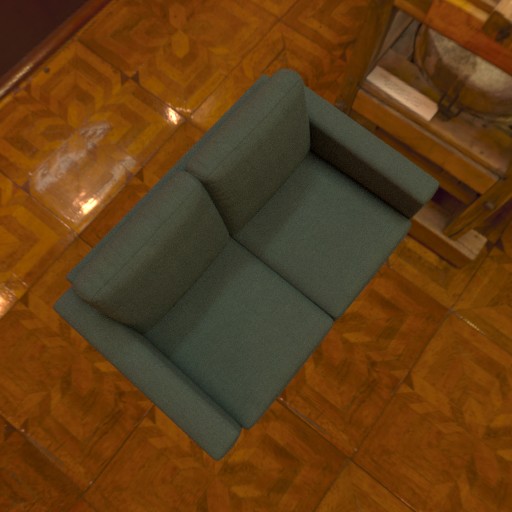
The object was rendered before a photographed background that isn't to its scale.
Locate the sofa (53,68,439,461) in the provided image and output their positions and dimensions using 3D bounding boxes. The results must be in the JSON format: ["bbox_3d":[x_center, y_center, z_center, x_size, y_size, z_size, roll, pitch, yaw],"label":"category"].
[{"bbox_3d":[0.000,0.000,2.050,0.955,0.903,1.489,39,78,10],"label":"sofa"}]
